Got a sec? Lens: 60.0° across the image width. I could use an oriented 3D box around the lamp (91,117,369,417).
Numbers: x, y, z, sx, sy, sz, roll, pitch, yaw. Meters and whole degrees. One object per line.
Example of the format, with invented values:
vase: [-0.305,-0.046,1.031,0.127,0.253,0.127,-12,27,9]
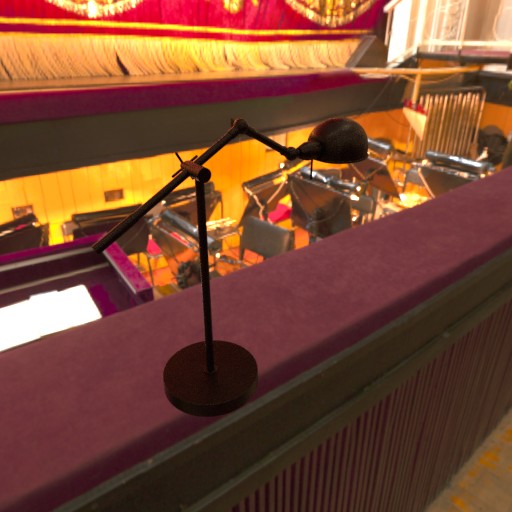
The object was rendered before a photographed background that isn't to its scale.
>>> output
lamp: [0.000,0.000,0.829,0.567,0.495,0.185,-18,32,-31]
